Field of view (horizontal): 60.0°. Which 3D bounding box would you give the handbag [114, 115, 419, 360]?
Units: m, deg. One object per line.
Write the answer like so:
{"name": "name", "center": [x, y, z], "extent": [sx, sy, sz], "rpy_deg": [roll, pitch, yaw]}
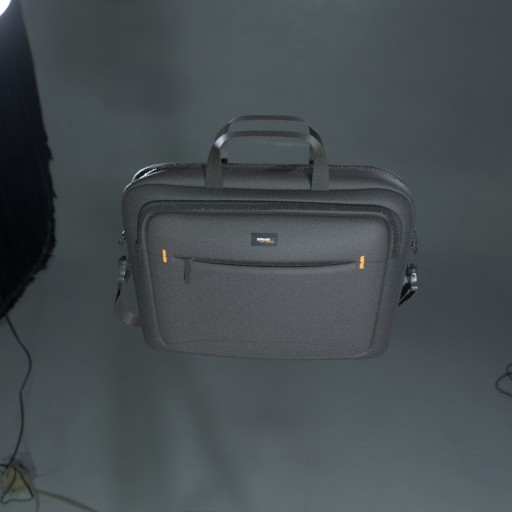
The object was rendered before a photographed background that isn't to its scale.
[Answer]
{"name": "handbag", "center": [0.000, 0.000, 0.571], "extent": [0.429, 0.330, 0.126], "rpy_deg": [2, 32, 2]}
